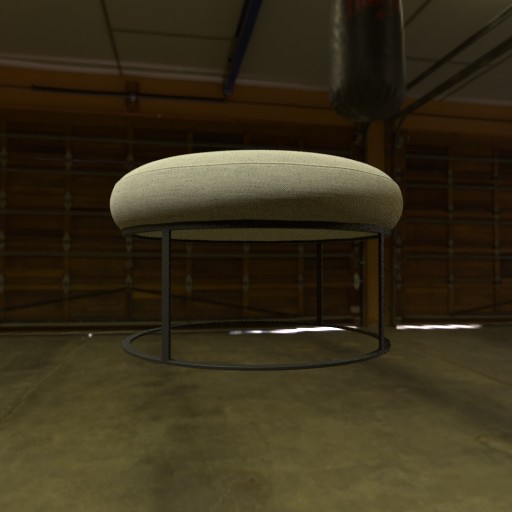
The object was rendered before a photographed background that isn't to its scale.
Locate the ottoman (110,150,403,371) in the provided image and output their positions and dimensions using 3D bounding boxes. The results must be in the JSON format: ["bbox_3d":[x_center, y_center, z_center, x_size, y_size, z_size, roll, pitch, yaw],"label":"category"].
[{"bbox_3d":[0.000,0.000,1.219,0.769,0.459,0.769,0,-1,0],"label":"ottoman"}]
